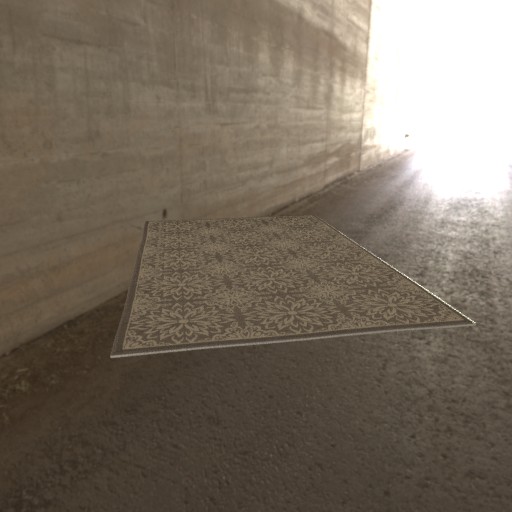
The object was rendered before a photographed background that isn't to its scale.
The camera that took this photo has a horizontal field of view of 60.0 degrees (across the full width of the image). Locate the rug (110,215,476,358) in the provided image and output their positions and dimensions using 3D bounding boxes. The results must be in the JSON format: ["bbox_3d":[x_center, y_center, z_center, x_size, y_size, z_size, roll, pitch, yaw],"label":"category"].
[{"bbox_3d":[0.000,0.000,3.416,1.819,0.018,2.746,-3,17,-10],"label":"rug"}]
